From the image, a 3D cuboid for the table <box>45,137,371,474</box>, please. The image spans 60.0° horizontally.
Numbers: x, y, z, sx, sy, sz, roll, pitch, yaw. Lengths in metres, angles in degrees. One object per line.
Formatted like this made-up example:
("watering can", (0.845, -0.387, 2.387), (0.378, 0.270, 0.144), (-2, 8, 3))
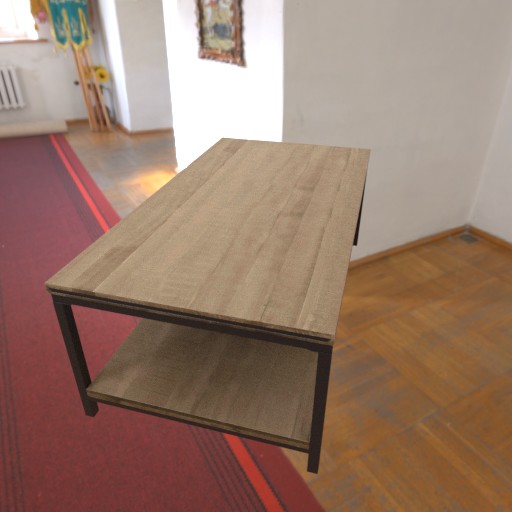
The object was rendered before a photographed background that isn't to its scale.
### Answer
("table", (0.000, 0.000, 1.351), (0.574, 0.393, 1.062), (8, 32, 13))
